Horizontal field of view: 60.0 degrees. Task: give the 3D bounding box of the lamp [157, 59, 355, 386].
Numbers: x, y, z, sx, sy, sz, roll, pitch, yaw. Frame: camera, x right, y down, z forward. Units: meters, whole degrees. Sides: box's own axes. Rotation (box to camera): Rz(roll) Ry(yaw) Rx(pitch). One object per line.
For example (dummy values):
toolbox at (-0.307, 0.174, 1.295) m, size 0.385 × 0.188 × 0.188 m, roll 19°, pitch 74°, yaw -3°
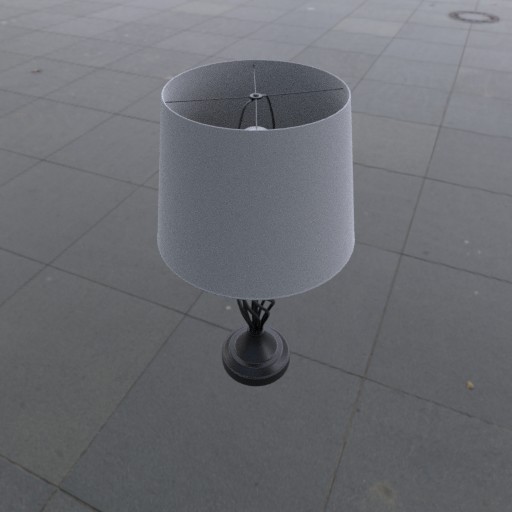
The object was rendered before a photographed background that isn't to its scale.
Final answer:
lamp at (0.000, 0.000, 0.791) m, size 0.331 × 0.594 × 0.331 m, roll 0°, pitch 41°, yaw 0°
